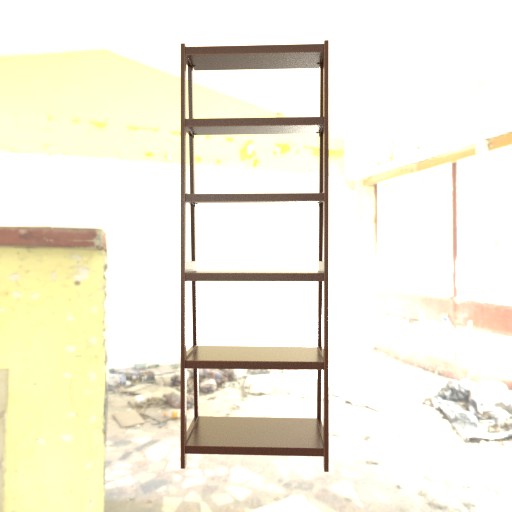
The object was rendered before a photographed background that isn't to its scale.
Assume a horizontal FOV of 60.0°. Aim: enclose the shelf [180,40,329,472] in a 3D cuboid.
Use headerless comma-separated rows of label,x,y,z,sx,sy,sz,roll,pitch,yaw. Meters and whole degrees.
shelf,0.000,0.000,2.146,0.660,1.892,0.381,0,0,3
